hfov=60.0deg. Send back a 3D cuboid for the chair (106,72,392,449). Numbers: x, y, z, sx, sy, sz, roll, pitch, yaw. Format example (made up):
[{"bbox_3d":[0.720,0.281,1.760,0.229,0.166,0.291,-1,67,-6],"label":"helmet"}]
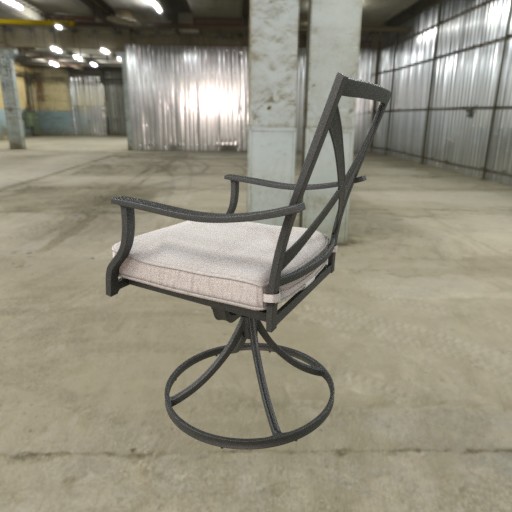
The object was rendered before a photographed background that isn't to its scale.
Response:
[{"bbox_3d":[0.000,0.000,1.246,0.620,0.889,0.575,8,18,25],"label":"chair"}]
